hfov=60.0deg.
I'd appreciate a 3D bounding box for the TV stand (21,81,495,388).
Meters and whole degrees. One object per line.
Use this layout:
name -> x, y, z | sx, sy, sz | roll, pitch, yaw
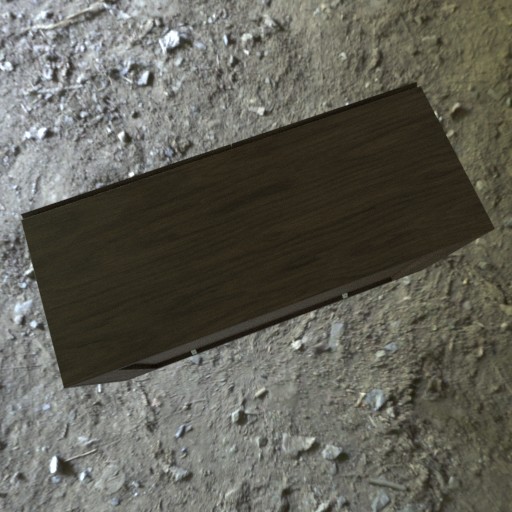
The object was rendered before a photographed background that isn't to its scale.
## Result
TV stand -> 0.000, 0.000, 1.315 | 0.990, 0.660, 0.405 | -20, 77, -5
